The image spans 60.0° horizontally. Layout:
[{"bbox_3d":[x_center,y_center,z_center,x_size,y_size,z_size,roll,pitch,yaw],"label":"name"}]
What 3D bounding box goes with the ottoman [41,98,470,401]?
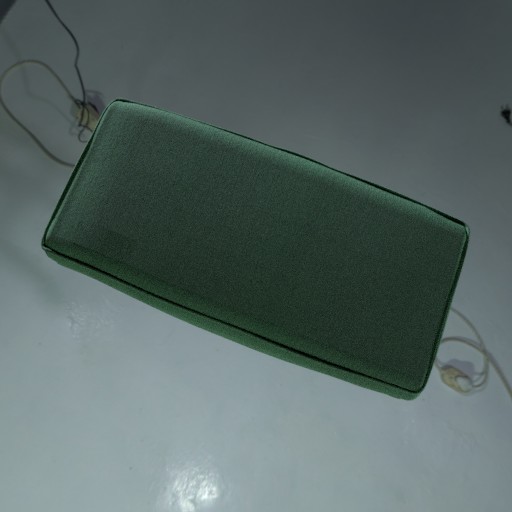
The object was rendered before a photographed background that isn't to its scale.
[{"bbox_3d":[0.000,0.000,1.246,0.957,0.471,0.483,21,78,5],"label":"ottoman"}]
